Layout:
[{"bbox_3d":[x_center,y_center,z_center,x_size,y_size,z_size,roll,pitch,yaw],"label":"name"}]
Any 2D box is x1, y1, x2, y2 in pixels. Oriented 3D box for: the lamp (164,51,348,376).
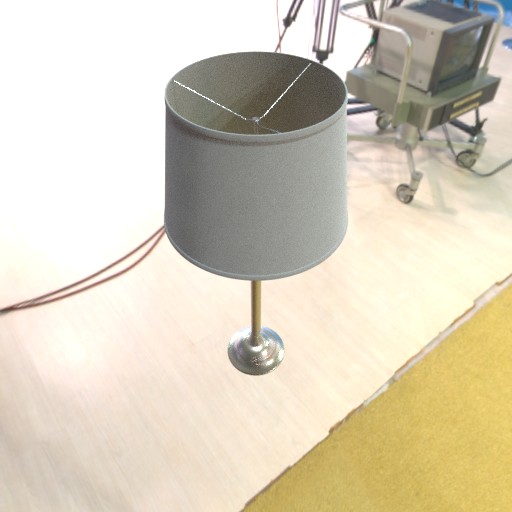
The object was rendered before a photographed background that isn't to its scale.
[{"bbox_3d":[0.000,0.000,0.888,0.331,0.698,0.331,0,46,0],"label":"lamp"}]
